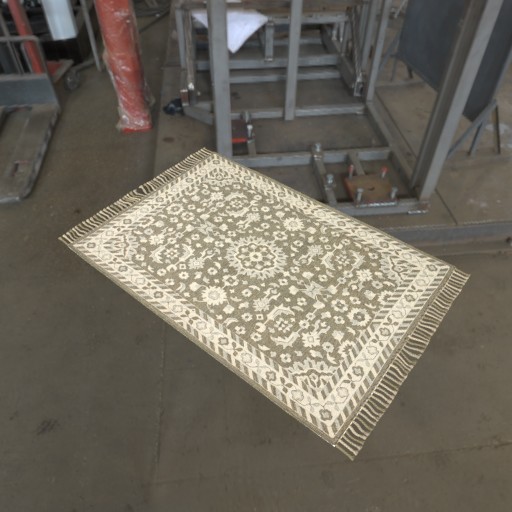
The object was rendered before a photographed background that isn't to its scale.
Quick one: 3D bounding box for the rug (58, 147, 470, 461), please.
[{"bbox_3d":[0.000,0.000,3.040,2.431,0.025,1.530,30,53,26],"label":"rug"}]
